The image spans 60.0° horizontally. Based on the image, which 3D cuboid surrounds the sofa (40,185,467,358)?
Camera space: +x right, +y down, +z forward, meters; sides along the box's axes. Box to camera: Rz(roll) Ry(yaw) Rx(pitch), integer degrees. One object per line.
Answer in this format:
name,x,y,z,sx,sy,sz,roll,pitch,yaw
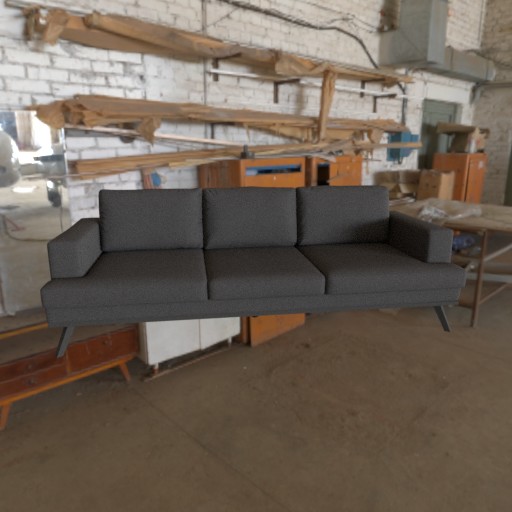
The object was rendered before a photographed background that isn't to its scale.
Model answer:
sofa,0.000,0.000,2.781,2.310,0.810,0.920,-2,15,-8
